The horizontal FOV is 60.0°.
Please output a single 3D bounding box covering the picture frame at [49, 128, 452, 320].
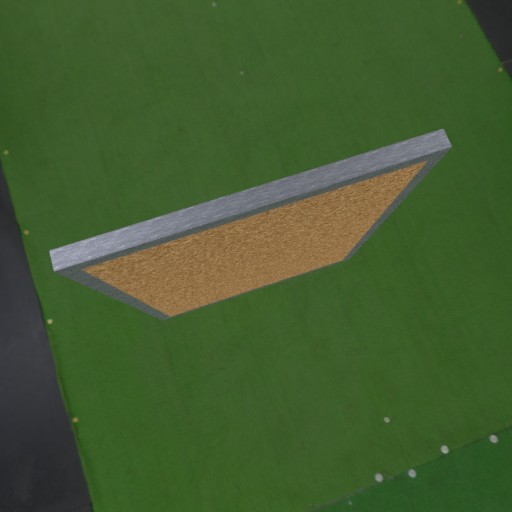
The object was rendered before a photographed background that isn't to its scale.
[{"bbox_3d":[0.000,0.000,0.754,0.454,0.559,0.029,-18,77,-4],"label":"picture frame"}]
